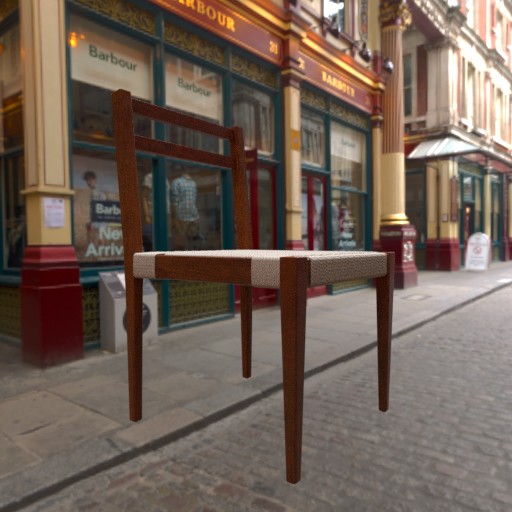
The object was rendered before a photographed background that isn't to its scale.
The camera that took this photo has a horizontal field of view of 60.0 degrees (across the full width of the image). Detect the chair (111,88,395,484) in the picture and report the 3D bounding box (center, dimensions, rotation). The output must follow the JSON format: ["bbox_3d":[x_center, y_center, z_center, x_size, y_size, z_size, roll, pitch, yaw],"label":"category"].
[{"bbox_3d":[0.000,0.000,1.178,0.569,0.851,0.495,1,2,38],"label":"chair"}]
